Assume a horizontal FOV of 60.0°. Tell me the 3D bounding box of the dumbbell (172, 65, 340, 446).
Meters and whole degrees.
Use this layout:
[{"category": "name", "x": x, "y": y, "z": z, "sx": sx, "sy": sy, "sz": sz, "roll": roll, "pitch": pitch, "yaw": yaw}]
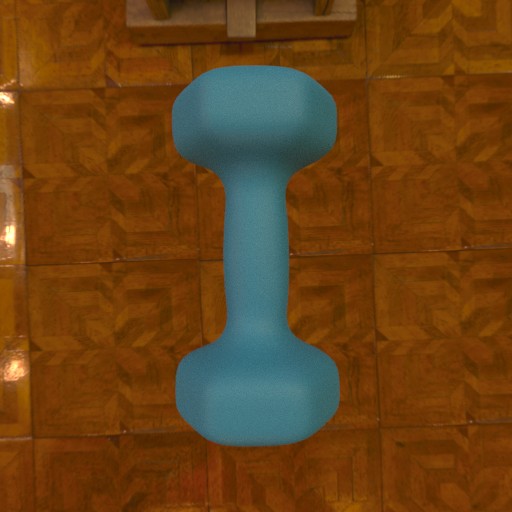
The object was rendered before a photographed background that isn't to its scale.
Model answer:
[{"category": "dumbbell", "x": 0.000, "y": 0.000, "z": 0.195, "sx": 0.074, "sy": 0.066, "sz": 0.152, "roll": 0, "pitch": 90, "yaw": 0}]
